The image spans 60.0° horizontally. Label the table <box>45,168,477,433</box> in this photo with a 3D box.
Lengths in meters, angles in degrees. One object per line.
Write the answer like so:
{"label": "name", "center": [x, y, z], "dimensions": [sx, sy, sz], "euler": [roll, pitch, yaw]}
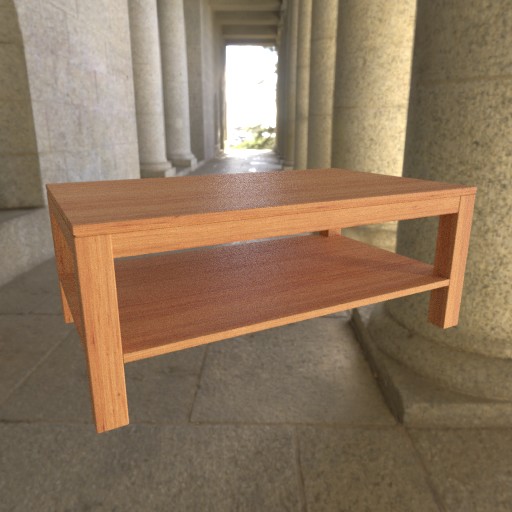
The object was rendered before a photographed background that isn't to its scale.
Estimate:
{"label": "table", "center": [0.000, 0.000, 1.439], "dimensions": [1.146, 0.457, 0.695], "euler": [-9, 19, -27]}
